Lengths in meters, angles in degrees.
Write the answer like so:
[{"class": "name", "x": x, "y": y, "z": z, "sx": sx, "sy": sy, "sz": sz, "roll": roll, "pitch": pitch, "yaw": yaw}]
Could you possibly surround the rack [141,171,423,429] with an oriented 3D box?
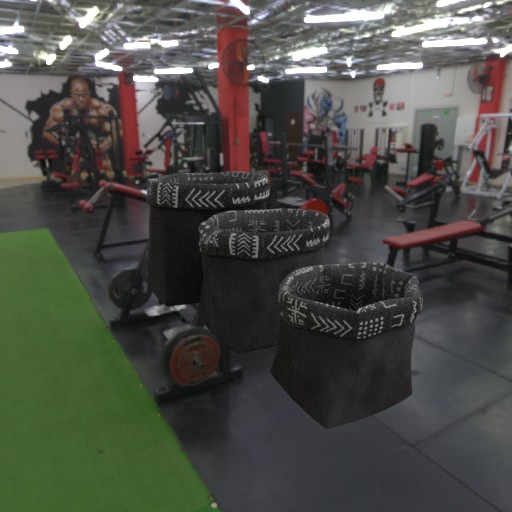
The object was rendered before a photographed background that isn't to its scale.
[{"class": "rack", "x": 0.000, "y": 0.000, "z": 1.061, "sx": 0.379, "sy": 0.323, "sz": 0.905, "roll": -9, "pitch": 19, "yaw": -27}]
